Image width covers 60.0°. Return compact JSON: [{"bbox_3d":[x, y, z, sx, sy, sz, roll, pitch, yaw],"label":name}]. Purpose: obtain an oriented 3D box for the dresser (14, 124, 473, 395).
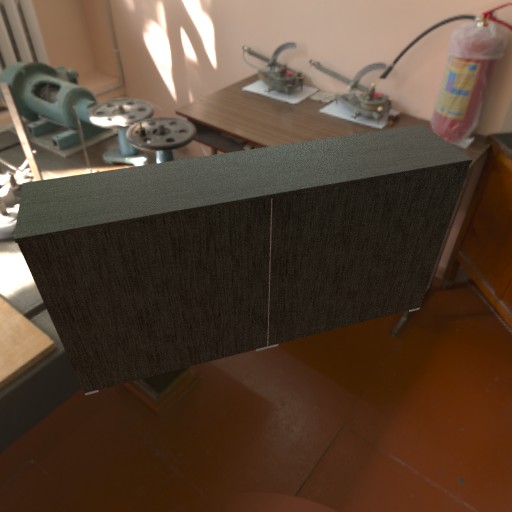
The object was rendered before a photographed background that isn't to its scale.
[{"bbox_3d":[0.000,0.000,1.800,1.535,0.790,0.333,-12,42,-13],"label":"dresser"}]
